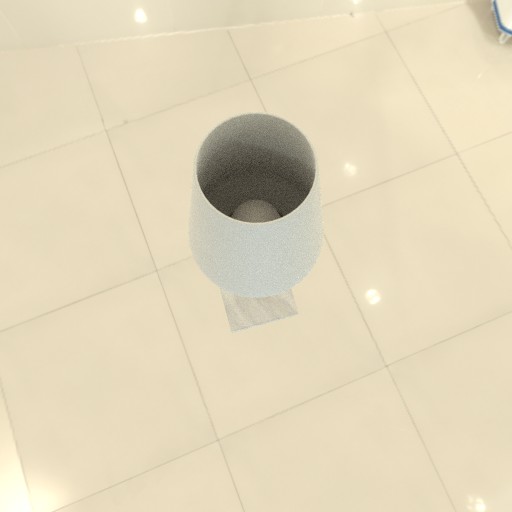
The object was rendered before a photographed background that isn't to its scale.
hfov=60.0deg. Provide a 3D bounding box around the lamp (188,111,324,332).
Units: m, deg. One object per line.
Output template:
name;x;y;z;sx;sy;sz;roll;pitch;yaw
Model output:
lamp;0.000;0.000;0.719;0.181;0.639;0.181;-15;75;-4
